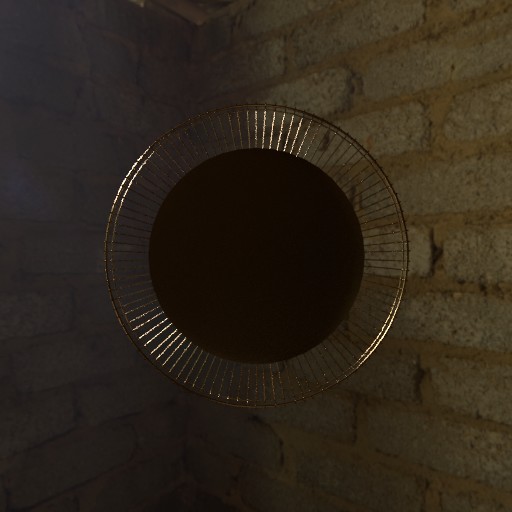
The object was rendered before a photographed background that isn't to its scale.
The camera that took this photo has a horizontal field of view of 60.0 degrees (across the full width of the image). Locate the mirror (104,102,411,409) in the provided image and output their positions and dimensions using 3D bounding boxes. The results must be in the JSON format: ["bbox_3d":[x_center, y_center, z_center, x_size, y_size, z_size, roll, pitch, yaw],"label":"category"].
[{"bbox_3d":[0.000,0.000,1.030,0.703,0.703,0.067,0,0,2],"label":"mirror"}]
